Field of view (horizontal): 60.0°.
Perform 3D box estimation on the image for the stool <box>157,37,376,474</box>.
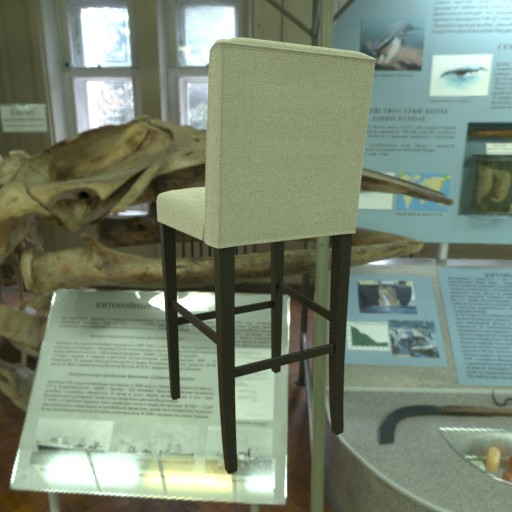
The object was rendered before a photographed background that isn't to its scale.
[{"bbox_3d":[0.000,0.000,1.370,0.474,1.116,0.509,-7,16,-27],"label":"stool"}]
